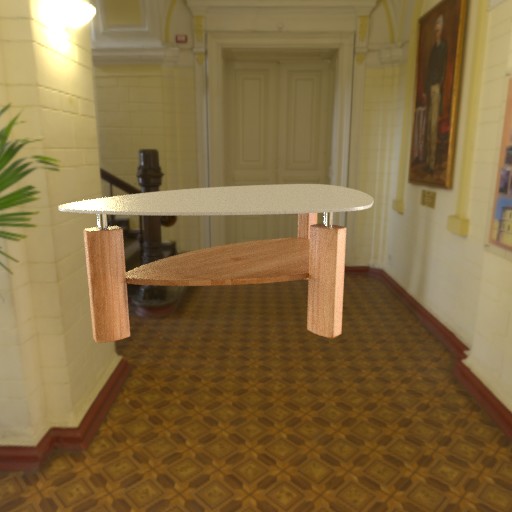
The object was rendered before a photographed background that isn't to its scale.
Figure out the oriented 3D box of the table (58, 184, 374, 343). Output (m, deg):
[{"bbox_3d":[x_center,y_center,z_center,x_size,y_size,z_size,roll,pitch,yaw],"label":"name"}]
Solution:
[{"bbox_3d":[0.000,0.000,1.645,1.250,0.440,0.850,-13,19,-43],"label":"table"}]
